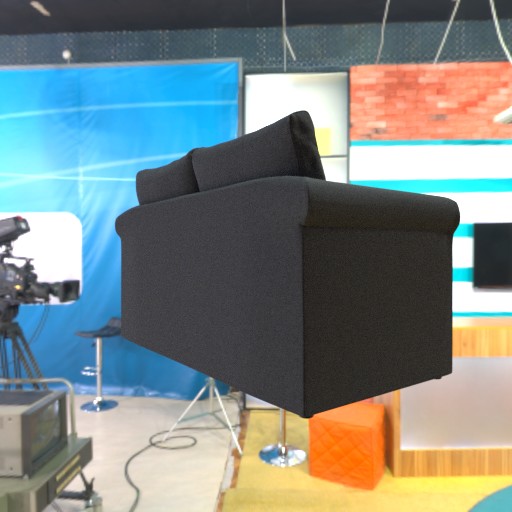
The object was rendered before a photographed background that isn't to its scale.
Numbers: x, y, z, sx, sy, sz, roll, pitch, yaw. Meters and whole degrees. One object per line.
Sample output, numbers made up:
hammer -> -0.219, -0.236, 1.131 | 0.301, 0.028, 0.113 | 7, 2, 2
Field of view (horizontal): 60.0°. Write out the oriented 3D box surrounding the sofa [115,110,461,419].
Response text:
sofa -> 0.000, 0.000, 1.922 | 0.741, 0.872, 1.460 | 0, 1, -36
